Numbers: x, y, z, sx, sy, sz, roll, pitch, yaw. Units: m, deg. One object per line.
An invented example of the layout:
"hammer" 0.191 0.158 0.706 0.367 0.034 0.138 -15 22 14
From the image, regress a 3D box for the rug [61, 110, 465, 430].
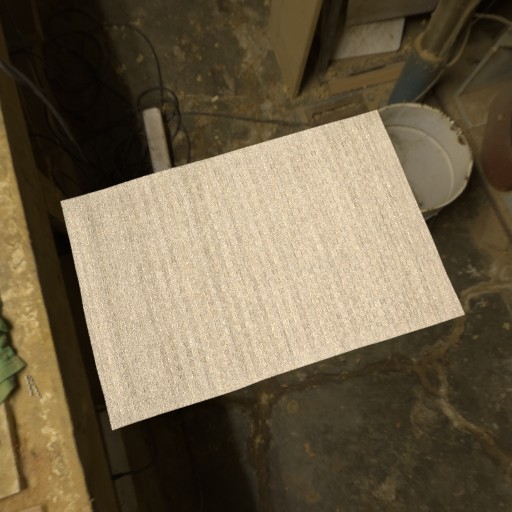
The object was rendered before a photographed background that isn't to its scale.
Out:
"rug" 0.000 0.000 2.904 2.297 0.018 1.532 -17 77 -4
